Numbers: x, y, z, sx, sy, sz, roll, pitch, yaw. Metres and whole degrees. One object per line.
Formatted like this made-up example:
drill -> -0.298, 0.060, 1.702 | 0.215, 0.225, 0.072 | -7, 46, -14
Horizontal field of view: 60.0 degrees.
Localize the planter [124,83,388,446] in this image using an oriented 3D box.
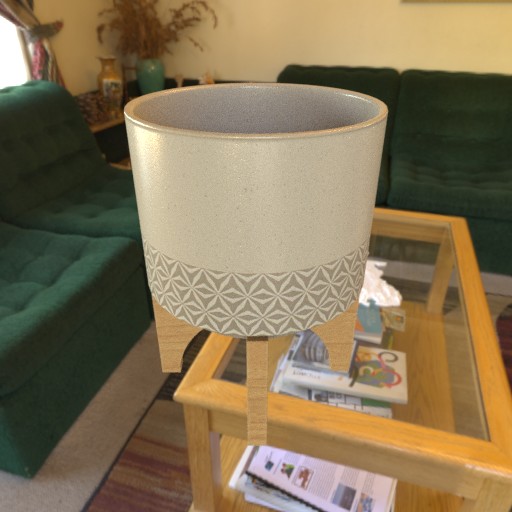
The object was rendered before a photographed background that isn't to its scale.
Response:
planter -> 0.000, 0.000, 0.514 | 0.249, 0.343, 0.249 | 0, 30, 0
